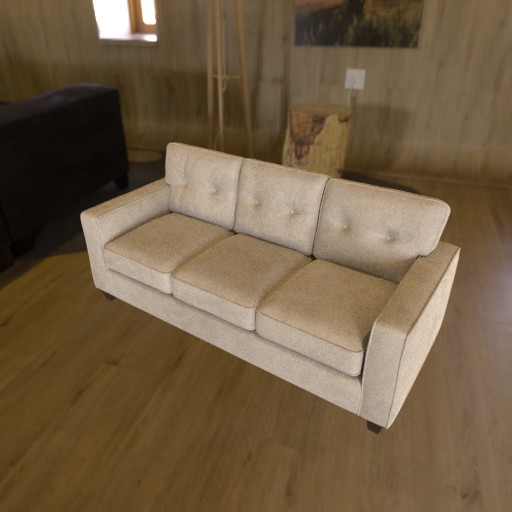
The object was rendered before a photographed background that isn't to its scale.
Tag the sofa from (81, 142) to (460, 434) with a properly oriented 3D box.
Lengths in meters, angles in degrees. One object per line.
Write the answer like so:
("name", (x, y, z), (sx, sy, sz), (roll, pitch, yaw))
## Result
("sofa", (0.000, 0.000, 2.705), (2.133, 0.965, 0.939), (19, 35, 29))
